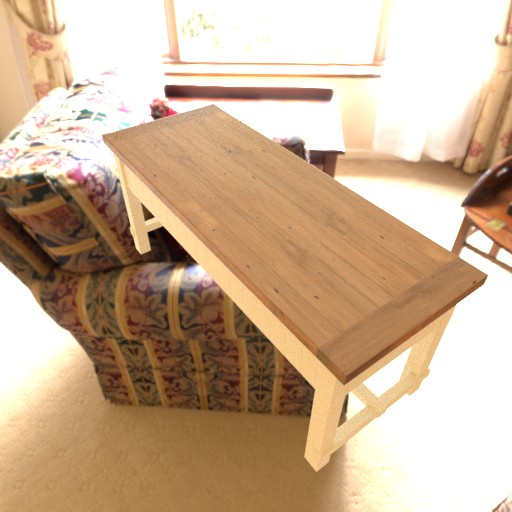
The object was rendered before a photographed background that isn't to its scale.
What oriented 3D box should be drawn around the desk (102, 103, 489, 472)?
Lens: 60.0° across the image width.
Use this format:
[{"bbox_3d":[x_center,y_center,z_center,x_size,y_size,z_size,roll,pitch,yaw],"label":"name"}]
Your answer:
[{"bbox_3d":[0.000,0.000,2.187,0.688,0.762,1.803,-26,48,-26],"label":"desk"}]
